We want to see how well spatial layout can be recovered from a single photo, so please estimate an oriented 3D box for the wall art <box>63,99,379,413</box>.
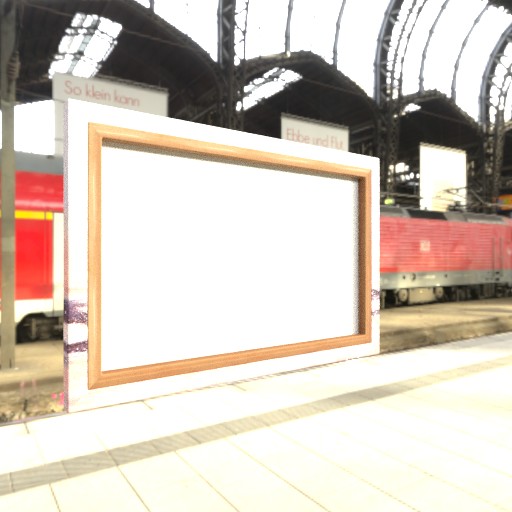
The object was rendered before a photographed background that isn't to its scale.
[{"bbox_3d":[0.000,0.000,1.131,0.913,0.609,0.038,0,0,-35],"label":"wall art"}]
